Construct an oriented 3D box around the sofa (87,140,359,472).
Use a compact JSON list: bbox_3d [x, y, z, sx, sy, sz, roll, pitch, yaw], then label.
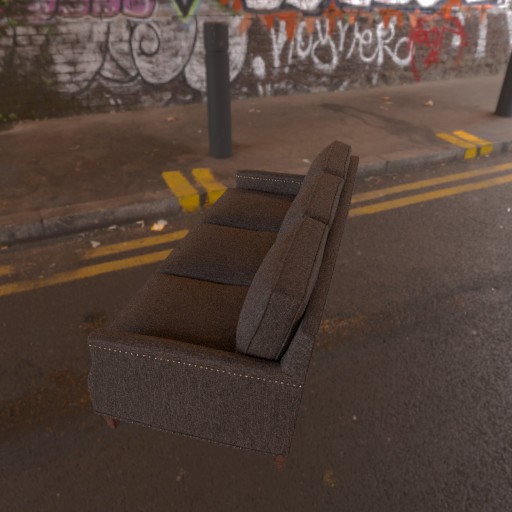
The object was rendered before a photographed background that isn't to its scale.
[{"bbox_3d":[0.000,0.000,2.819,1.084,1.003,2.246,8,32,13],"label":"sofa"}]
